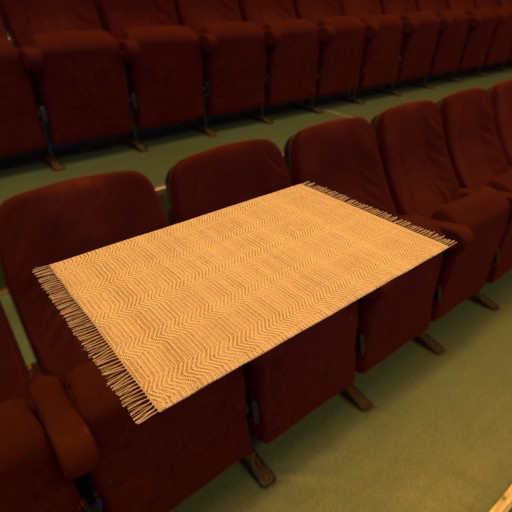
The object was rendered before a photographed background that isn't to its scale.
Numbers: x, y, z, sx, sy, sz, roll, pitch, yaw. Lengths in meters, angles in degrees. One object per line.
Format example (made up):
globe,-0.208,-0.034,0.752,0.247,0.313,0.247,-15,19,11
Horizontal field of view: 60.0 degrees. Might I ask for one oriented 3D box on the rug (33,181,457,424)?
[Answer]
rug,0.000,0.000,2.425,2.021,0.027,1.224,-22,38,-32
